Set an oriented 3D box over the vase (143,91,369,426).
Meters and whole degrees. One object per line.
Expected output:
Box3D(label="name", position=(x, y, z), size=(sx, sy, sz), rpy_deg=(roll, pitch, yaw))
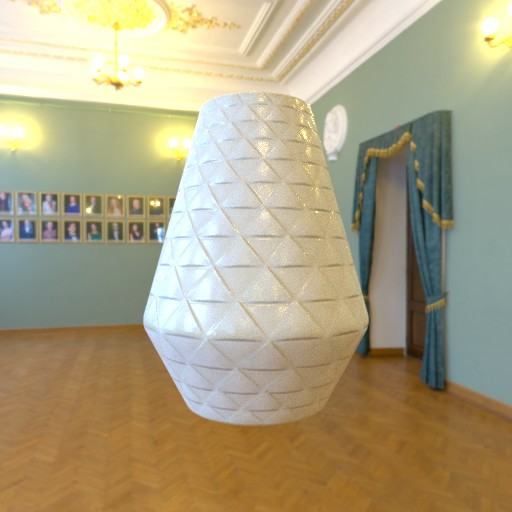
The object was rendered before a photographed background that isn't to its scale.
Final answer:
Box3D(label="vase", position=(0.000, 0.000, 0.353), size=(0.175, 0.230, 0.175), rpy_deg=(0, 1, 0))
